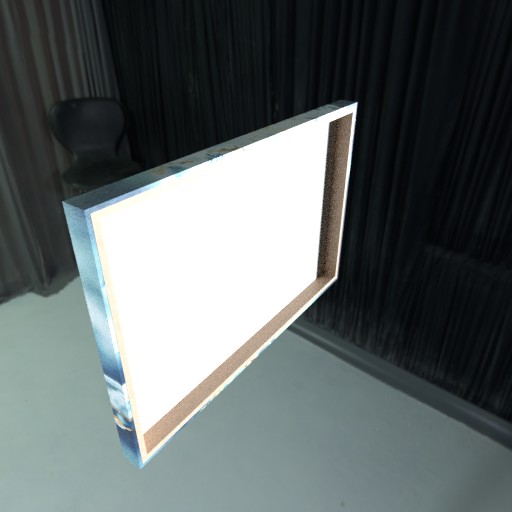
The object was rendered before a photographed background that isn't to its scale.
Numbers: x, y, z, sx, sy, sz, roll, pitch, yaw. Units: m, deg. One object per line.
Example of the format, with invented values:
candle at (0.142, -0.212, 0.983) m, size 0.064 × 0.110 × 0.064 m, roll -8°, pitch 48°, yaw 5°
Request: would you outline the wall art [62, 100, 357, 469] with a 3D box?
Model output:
wall art at (0.000, 0.000, 0.748) m, size 0.036 × 0.405 × 0.607 m, roll 21°, pitch 36°, yaw 31°
